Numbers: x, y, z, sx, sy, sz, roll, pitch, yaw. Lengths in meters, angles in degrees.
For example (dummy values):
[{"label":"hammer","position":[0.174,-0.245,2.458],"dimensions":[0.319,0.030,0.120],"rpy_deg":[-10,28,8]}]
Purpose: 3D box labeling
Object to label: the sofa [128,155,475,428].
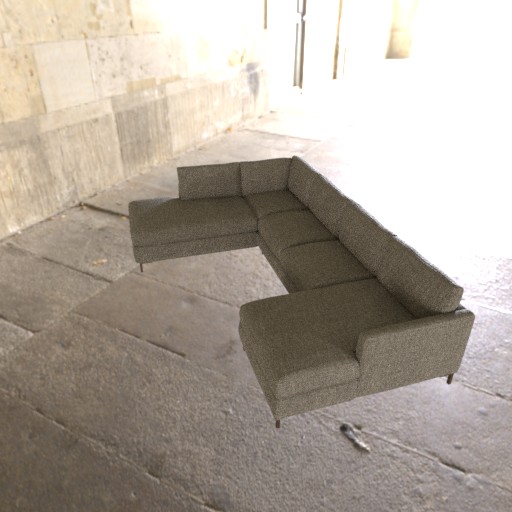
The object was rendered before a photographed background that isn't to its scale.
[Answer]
[{"label":"sofa","position":[0.000,0.000,3.541],"dimensions":[1.879,0.756,2.737],"rpy_deg":[-9,31,-15]}]
